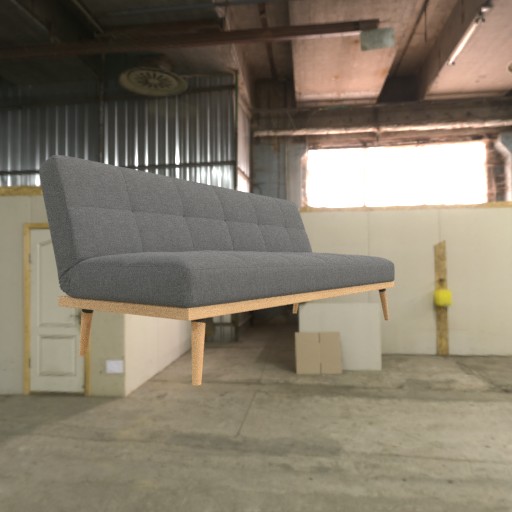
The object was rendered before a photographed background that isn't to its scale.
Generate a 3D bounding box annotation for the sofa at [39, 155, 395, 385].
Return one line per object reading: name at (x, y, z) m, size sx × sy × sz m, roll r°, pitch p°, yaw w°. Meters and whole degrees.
sofa at (0.000, 0.000, 2.207) m, size 0.820 × 0.770 × 1.820 m, roll 0°, pitch 0°, yaw 35°
